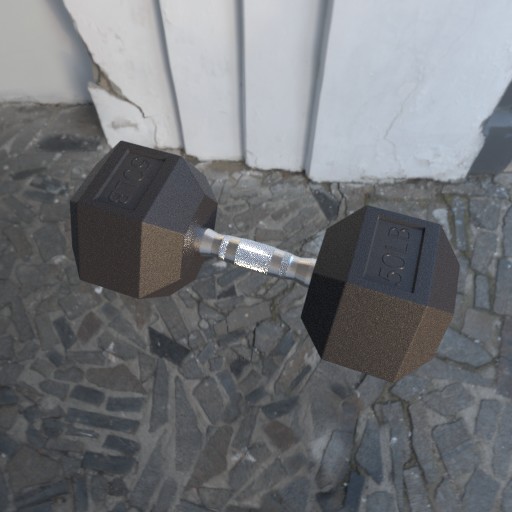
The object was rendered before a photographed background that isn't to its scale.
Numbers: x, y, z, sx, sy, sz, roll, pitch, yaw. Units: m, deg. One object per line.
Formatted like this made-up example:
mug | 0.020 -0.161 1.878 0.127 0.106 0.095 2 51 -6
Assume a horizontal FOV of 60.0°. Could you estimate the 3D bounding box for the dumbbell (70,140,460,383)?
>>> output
dumbbell | 0.000 0.000 0.471 0.384 0.150 0.173 16 60 10
